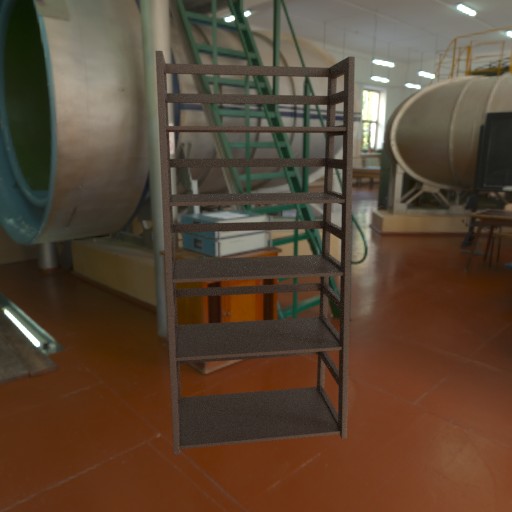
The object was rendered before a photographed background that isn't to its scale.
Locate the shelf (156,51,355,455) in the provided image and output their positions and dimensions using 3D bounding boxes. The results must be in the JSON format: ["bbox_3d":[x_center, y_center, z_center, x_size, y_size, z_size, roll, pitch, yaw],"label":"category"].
[{"bbox_3d":[0.000,0.000,1.922,0.763,1.600,0.403,-2,14,-8],"label":"shelf"}]
